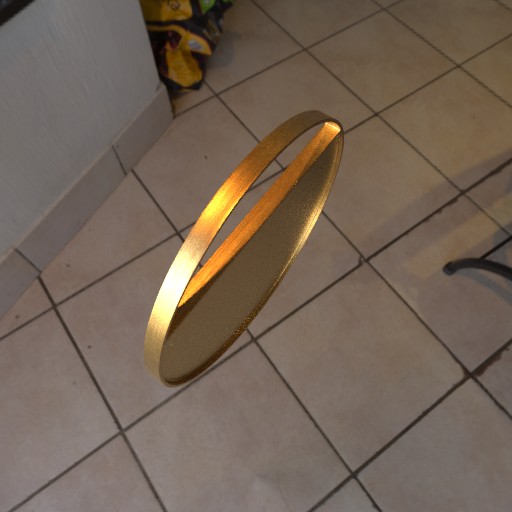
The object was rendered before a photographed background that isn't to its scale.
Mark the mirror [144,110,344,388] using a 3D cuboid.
[{"bbox_3d":[0.000,0.000,0.841,0.032,0.565,0.565,33,68,15],"label":"mirror"}]
